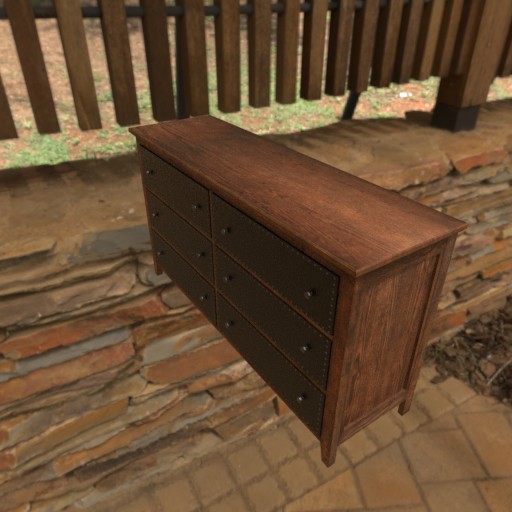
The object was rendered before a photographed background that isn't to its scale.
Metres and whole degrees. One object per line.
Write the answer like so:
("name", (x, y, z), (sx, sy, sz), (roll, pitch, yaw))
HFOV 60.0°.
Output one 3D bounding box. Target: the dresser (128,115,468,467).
("dresser", (0.000, 0.000, 1.968), (0.463, 0.856, 1.551), (-20, 37, -29))
